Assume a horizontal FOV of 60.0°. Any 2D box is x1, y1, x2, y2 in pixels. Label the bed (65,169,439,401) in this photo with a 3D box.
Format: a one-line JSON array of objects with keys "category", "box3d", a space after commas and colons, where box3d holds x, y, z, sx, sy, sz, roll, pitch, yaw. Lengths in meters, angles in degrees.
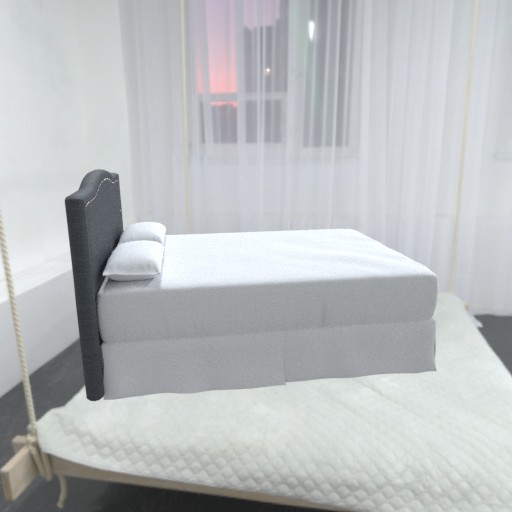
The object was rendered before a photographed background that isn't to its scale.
[{"category": "bed", "box3d": [0.000, 0.000, 3.686, 2.507, 1.441, 1.747, -3, 16, -10]}]
